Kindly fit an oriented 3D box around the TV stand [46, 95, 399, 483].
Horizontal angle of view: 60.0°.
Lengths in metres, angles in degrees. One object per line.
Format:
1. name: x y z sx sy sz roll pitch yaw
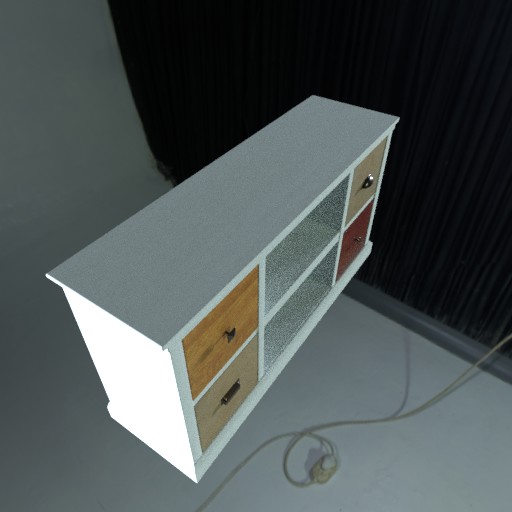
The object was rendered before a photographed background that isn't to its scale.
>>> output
1. TV stand: 0.000 0.000 1.471 0.424 0.624 1.187 25 47 25
